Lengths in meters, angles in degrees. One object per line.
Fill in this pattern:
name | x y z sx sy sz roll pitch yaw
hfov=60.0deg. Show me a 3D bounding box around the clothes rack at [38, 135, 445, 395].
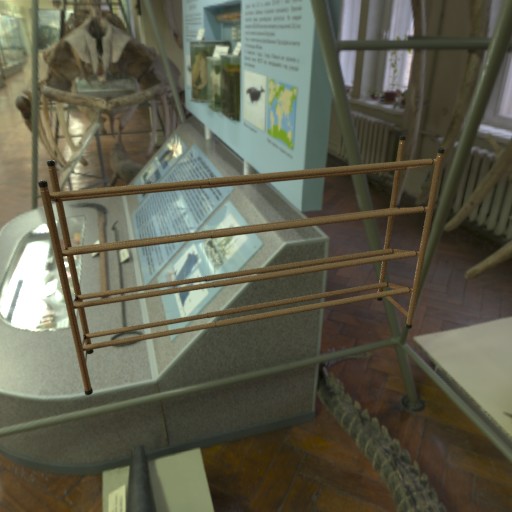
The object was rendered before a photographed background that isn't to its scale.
clothes rack | 0.000 0.000 1.459 1.168 0.672 0.229 -8 27 -16
